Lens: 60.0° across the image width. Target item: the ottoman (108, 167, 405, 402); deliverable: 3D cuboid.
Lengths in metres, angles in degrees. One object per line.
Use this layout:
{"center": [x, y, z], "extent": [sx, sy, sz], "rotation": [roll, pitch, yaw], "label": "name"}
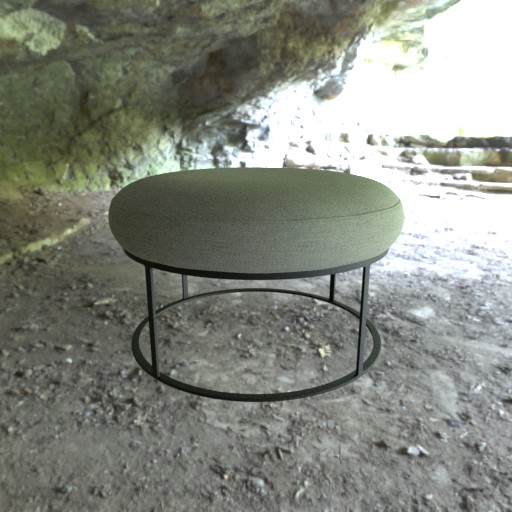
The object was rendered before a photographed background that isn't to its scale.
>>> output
{"center": [0.000, 0.000, 1.239], "extent": [0.769, 0.459, 0.769], "rotation": [0, 16, 0], "label": "ottoman"}
